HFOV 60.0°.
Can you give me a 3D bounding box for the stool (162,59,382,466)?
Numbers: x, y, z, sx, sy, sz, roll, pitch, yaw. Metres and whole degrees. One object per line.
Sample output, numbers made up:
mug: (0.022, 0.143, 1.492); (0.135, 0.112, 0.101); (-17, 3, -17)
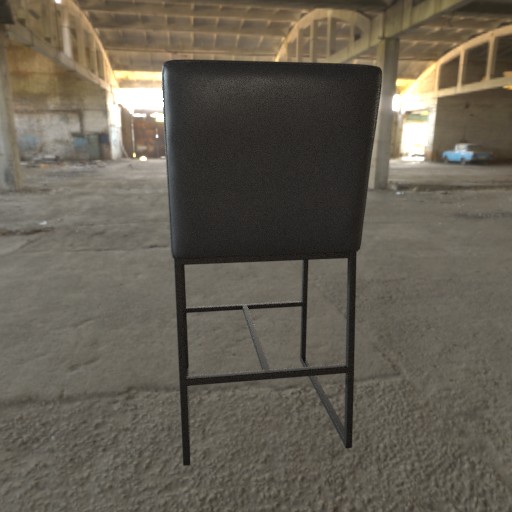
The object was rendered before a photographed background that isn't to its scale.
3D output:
stool: (0.000, 0.000, 1.239); (0.457, 0.938, 0.552); (-2, 15, -8)
